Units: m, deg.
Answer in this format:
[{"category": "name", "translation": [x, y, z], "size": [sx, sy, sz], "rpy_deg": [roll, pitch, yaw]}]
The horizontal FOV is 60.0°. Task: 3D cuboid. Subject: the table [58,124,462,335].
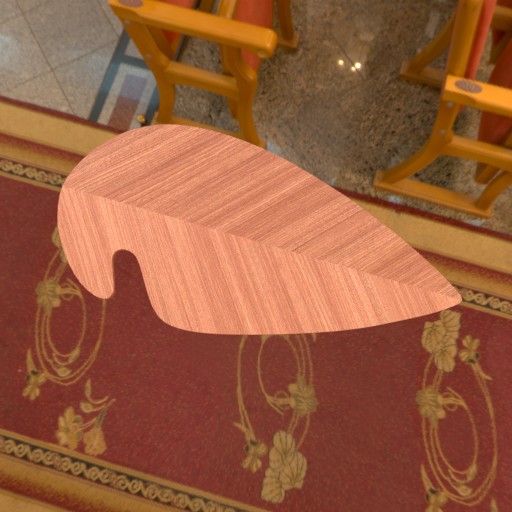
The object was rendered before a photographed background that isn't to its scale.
[{"category": "table", "translation": [0.000, 0.000, 1.451], "size": [1.199, 0.360, 0.598], "rpy_deg": [16, 77, 4]}]
